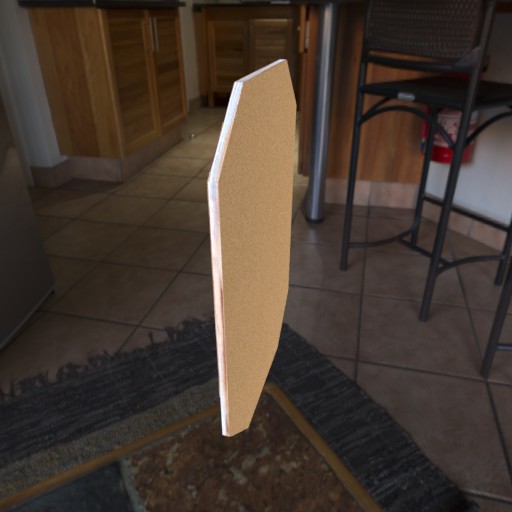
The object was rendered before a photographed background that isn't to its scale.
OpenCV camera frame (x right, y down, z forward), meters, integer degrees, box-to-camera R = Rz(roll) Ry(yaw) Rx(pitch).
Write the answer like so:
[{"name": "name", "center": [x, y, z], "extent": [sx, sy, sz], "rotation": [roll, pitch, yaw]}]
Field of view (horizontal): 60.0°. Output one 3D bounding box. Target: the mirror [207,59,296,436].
[{"name": "mirror", "center": [0.000, 0.000, 1.293], "extent": [0.061, 1.015, 0.709], "rotation": [8, 31, 14]}]
